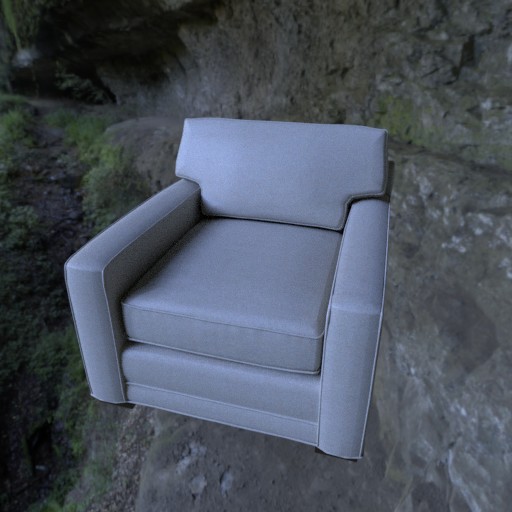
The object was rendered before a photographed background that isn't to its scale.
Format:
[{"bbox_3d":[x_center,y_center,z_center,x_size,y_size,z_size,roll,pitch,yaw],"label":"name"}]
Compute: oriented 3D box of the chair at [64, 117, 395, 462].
[{"bbox_3d":[0.000,0.000,1.771,0.998,0.913,1.043,8,28,14],"label":"chair"}]
